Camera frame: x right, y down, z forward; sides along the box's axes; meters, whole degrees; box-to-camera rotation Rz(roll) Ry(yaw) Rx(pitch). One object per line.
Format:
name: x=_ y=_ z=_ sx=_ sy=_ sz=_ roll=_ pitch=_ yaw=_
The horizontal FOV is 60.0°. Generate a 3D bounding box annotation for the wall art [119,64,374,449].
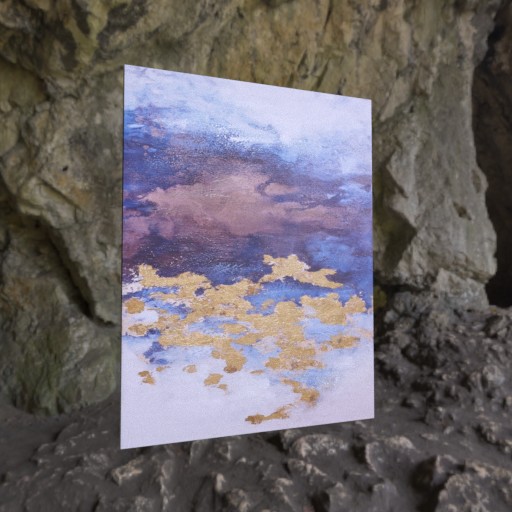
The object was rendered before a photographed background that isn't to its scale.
wall art: x=0.000 y=0.000 z=0.754 sx=0.437 sy=0.581 sz=0.036 roll=1 pitch=-2 yaw=-19
